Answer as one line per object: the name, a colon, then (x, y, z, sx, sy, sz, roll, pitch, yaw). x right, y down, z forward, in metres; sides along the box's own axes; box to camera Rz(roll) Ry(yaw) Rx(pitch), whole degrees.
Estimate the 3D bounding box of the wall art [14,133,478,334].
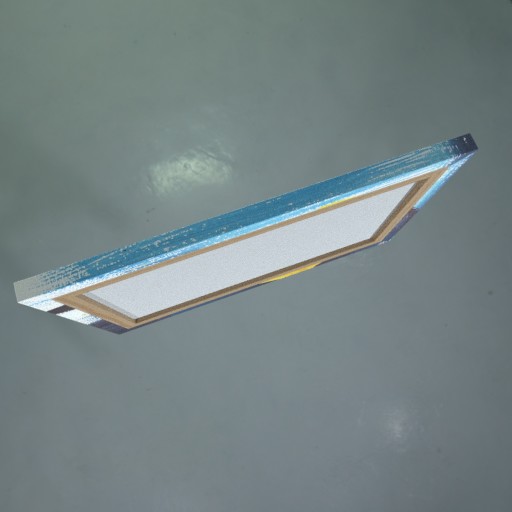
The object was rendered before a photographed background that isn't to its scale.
wall art: (0.000, 0.000, 1.128, 0.914, 0.610, 0.039, -19, 75, -5)
